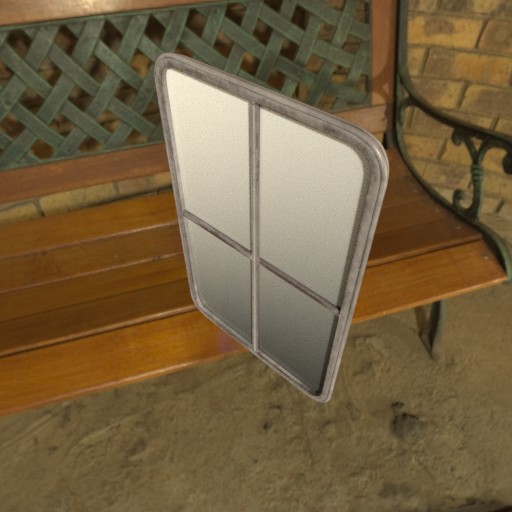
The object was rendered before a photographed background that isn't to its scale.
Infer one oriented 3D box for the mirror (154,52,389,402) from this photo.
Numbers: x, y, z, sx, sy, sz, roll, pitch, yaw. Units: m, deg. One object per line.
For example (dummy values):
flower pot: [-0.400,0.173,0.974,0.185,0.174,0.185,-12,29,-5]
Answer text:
mirror: [0.000,0.000,0.893,0.461,0.713,0.024,33,54,27]
